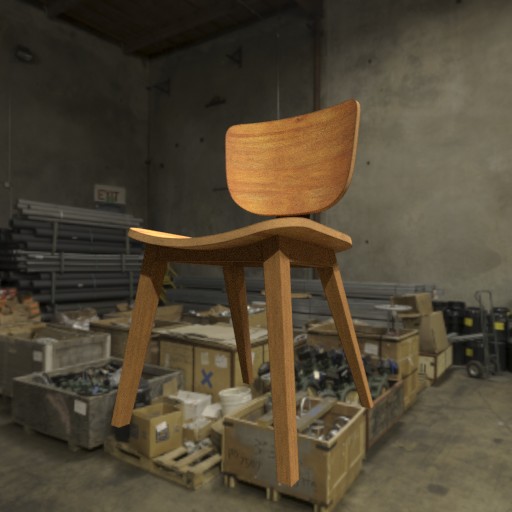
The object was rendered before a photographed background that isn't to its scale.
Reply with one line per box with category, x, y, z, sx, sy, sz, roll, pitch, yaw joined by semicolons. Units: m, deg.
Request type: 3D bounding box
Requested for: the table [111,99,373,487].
table;0.000;0.000;1.114;0.499;0.805;0.500;0;-1;35
